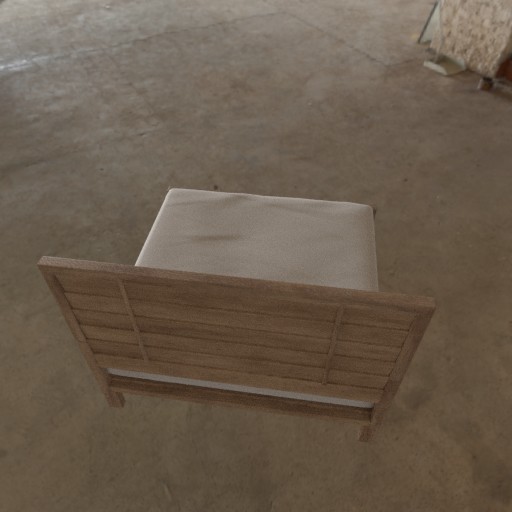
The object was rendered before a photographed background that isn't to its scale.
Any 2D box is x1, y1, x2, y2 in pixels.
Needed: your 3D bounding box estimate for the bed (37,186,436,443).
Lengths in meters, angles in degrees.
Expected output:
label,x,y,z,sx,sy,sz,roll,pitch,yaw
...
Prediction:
label,x,y,z,sx,sy,sz,roll,pitch,yaw
bed,0.000,0.000,3.500,2.032,1.626,2.032,6,46,6
